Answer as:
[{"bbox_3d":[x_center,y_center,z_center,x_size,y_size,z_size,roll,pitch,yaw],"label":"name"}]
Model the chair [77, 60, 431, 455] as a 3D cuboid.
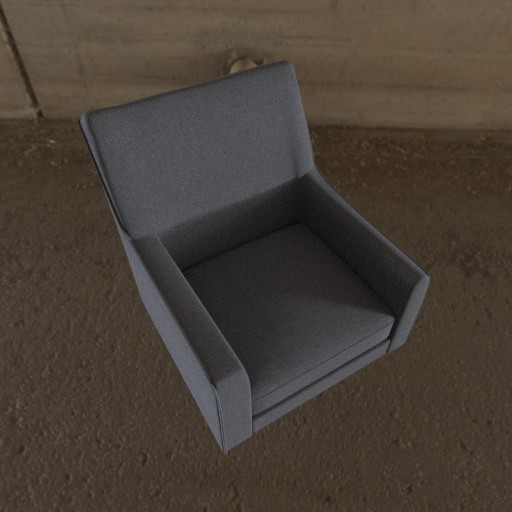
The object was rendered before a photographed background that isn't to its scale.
[{"bbox_3d":[0.000,0.000,1.560,0.780,0.919,0.899,-24,51,-21],"label":"chair"}]
